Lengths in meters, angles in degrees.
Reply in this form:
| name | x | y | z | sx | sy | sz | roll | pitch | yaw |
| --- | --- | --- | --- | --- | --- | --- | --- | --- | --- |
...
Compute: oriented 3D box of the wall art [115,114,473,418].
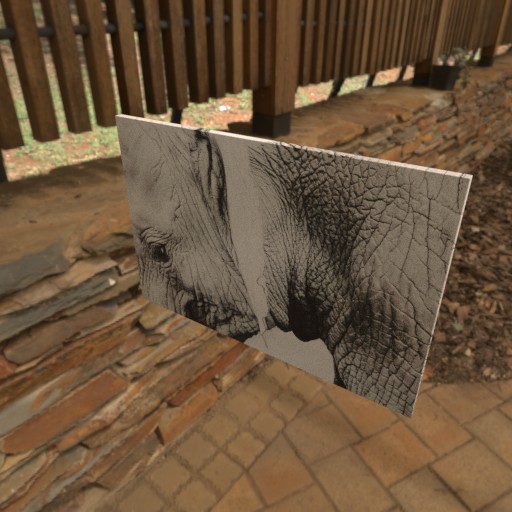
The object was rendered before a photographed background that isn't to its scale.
| name | x | y | z | sx | sy | sz | roll | pitch | yaw |
| --- | --- | --- | --- | --- | --- | --- | --- | --- | --- |
| wall art | 0.000 | 0.000 | 1.151 | 0.914 | 0.607 | 0.023 | 18 | 34 | 29 |
